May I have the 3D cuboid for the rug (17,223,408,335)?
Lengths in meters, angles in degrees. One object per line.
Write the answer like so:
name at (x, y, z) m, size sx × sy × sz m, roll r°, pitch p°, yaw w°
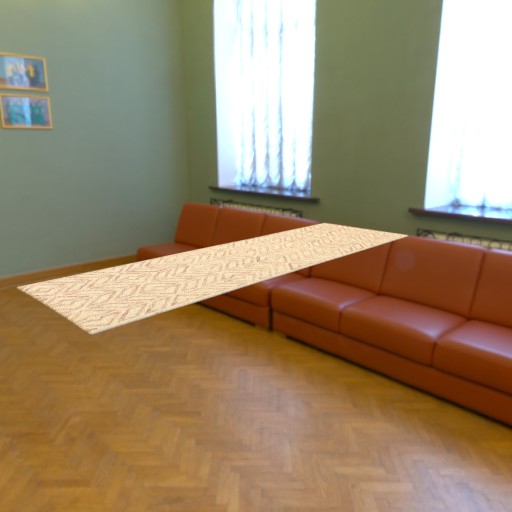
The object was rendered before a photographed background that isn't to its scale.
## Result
rug at (0.000, 0.000, 2.662) m, size 0.750 × 0.009 × 2.435 m, roll 13°, pitch 19°, yaw 43°
